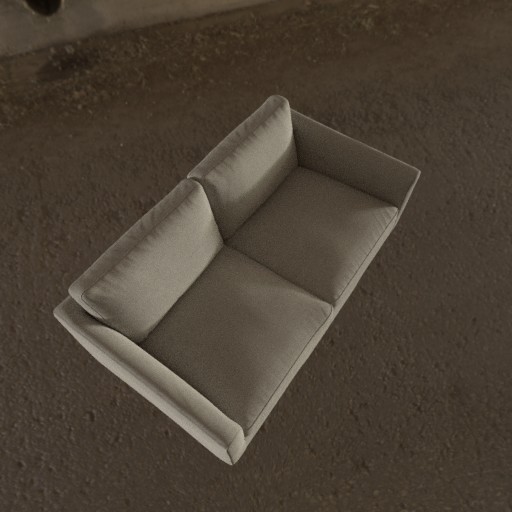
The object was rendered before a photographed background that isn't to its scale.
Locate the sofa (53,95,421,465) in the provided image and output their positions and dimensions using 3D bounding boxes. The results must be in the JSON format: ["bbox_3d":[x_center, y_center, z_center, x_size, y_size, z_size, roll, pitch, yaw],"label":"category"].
[{"bbox_3d":[0.000,0.000,2.566,1.091,0.839,1.905,31,63,18],"label":"sofa"}]
